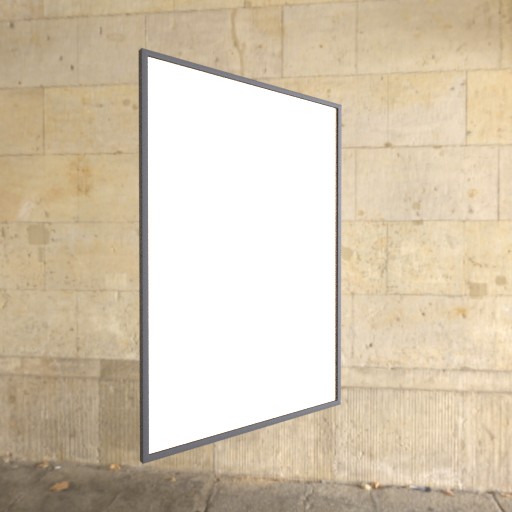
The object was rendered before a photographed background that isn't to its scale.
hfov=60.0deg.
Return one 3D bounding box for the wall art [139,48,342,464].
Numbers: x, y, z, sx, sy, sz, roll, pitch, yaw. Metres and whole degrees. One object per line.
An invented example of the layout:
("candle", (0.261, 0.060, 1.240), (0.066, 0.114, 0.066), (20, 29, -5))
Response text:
("wall art", (0.000, 0.000, 0.841), (0.457, 0.657, 0.013), (-1, 1, -37))
